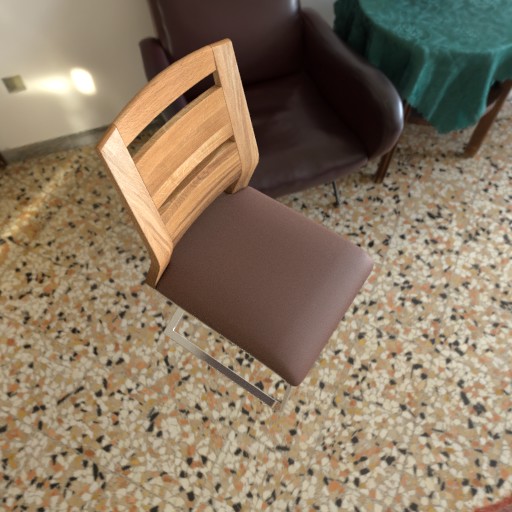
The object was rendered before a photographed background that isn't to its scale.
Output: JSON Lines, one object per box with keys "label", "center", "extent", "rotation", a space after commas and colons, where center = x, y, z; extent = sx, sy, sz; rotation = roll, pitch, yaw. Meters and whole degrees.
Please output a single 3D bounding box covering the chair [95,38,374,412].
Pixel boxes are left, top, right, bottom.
{"label": "chair", "center": [0.000, 0.000, 1.248], "extent": [0.570, 0.970, 0.460], "rotation": [30, 63, 17]}
